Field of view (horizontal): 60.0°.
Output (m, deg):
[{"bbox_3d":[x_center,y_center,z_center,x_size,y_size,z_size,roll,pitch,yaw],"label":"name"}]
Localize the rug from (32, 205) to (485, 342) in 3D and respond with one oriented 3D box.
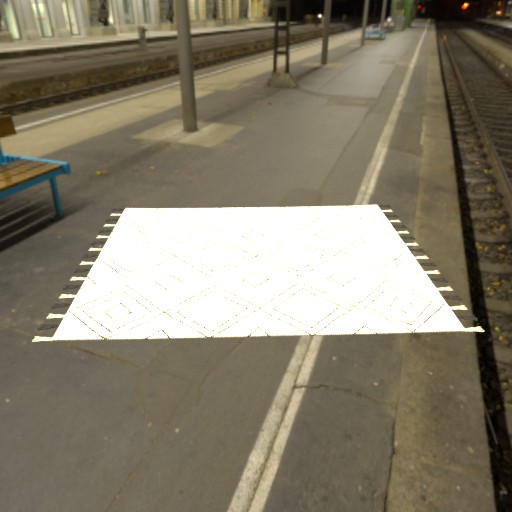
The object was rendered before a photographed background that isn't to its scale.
[{"bbox_3d":[0.000,0.000,4.137,3.221,0.026,2.342,-1,29,-2],"label":"rug"}]
